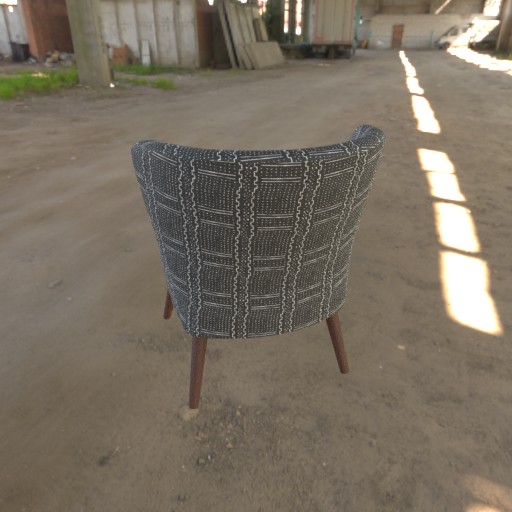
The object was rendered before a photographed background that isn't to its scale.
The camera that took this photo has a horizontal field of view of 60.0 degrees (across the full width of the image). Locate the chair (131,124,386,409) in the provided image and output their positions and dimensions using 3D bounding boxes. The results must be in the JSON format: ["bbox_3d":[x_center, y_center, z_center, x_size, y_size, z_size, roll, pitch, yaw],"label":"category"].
[{"bbox_3d":[0.000,0.000,1.461,0.710,0.866,0.758,-8,28,-16],"label":"chair"}]
